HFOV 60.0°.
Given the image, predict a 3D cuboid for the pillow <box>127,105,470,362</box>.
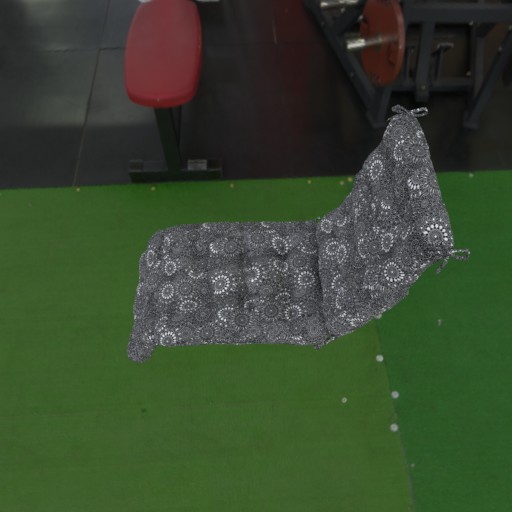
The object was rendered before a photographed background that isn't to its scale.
[{"bbox_3d":[0.000,0.000,1.514,1.016,0.863,0.526,-1,59,0],"label":"pillow"}]
